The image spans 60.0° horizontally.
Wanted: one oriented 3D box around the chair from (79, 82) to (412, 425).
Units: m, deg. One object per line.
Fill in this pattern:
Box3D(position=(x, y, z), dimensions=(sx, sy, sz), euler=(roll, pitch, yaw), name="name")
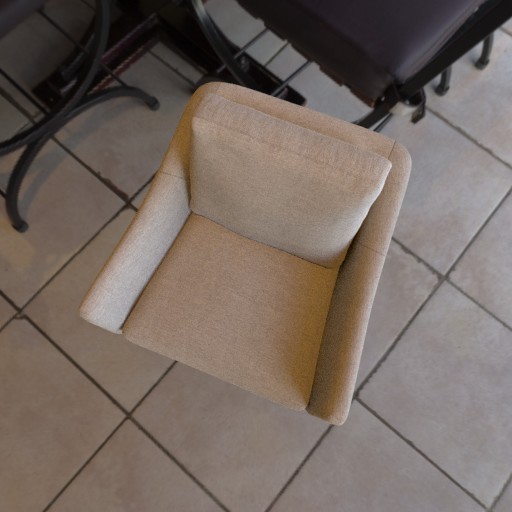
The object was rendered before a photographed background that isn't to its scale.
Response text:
Box3D(position=(0.000, 0.000, 1.726), dimensions=(0.986, 0.902, 0.961), euler=(21, 75, 6), name="chair")
